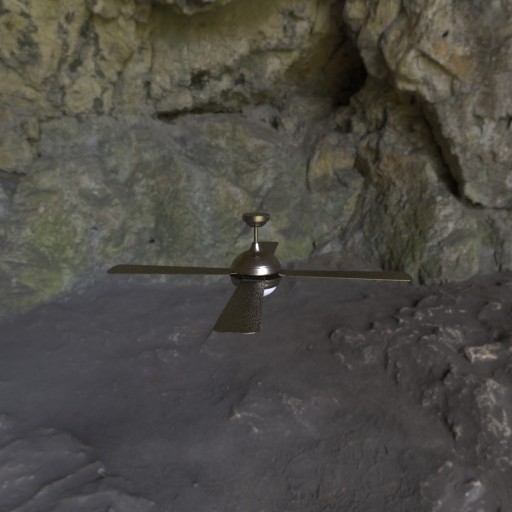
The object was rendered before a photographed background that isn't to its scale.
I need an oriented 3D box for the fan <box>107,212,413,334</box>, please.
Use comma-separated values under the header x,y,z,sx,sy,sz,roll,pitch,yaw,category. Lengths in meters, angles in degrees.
x,y,z,sx,sy,sz,roll,pitch,yaw,category
0.000,0.000,2.015,1.321,0.381,1.321,7,15,25,fan
